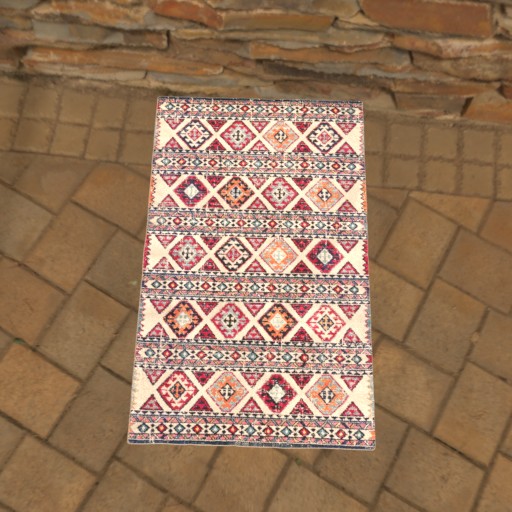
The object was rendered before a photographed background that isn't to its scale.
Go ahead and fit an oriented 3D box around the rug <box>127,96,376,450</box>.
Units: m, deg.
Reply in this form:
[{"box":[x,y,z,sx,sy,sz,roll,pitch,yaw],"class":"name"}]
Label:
[{"box":[0.000,0.000,3.033,1.545,0.010,2.440,1,76,0],"class":"rug"}]
